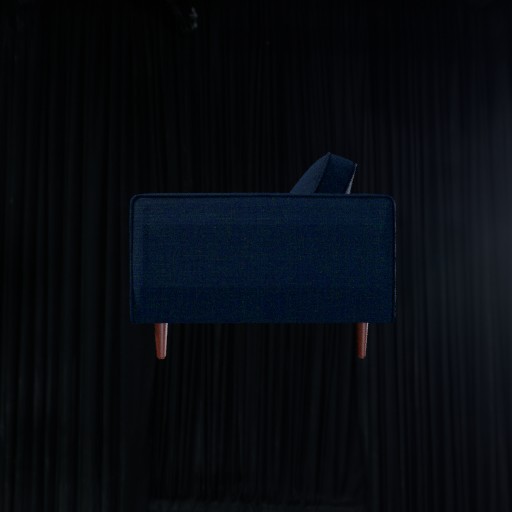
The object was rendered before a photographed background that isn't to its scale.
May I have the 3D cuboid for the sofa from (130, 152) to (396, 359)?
[{"bbox_3d":[0.000,0.000,2.566,0.914,0.762,2.210,0,0,-1],"label":"sofa"}]
